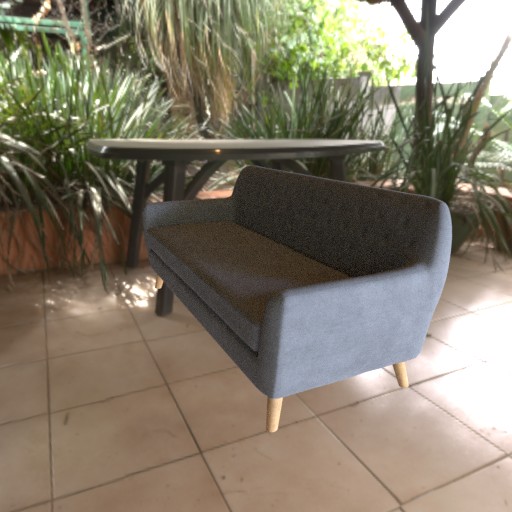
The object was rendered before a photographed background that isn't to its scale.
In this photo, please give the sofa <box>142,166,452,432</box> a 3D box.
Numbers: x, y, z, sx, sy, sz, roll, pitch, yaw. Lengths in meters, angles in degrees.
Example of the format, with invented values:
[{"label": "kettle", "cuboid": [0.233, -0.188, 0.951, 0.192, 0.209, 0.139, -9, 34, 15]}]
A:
[{"label": "sofa", "cuboid": [0.000, 0.000, 2.454, 0.830, 0.830, 1.970, -8, 18, -25]}]
